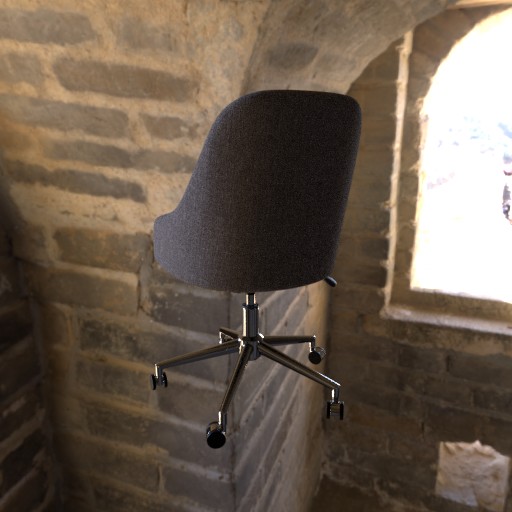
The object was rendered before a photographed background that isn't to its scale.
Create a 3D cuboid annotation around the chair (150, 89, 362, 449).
[{"bbox_3d":[0.000,0.000,1.461,0.671,0.950,0.712,-7,15,-26],"label":"chair"}]
